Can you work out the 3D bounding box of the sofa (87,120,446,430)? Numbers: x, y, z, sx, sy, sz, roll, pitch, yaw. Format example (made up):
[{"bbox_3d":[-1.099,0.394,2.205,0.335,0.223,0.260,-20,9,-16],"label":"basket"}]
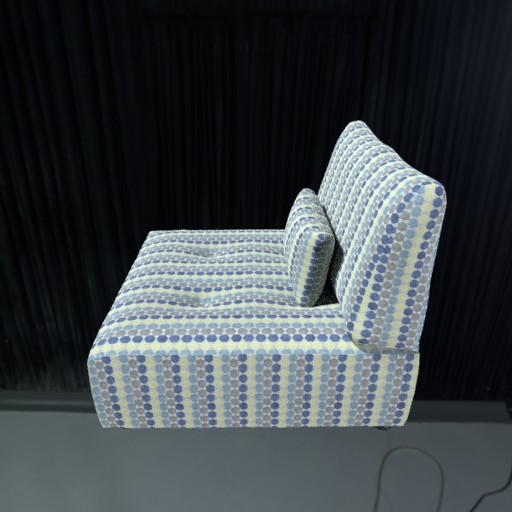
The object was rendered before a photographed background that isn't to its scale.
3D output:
[{"bbox_3d":[0.000,0.000,1.652,1.000,0.830,0.930,0,27,0],"label":"sofa"}]
